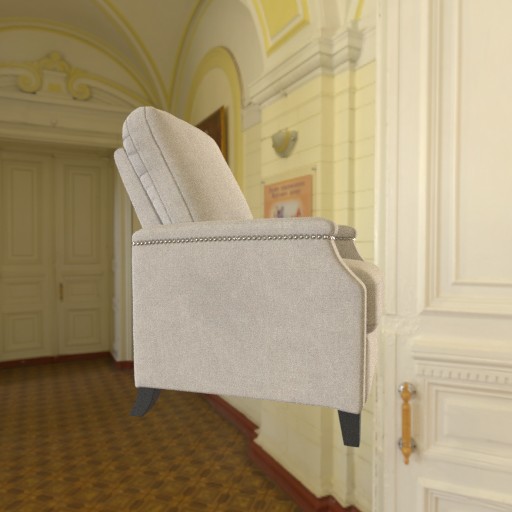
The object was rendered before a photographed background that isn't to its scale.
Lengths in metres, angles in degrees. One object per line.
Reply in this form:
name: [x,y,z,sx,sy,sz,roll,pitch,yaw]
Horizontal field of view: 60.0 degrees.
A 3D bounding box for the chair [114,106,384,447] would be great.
chair: [0.000,0.000,1.678,0.922,1.049,0.710,1,2,18]
